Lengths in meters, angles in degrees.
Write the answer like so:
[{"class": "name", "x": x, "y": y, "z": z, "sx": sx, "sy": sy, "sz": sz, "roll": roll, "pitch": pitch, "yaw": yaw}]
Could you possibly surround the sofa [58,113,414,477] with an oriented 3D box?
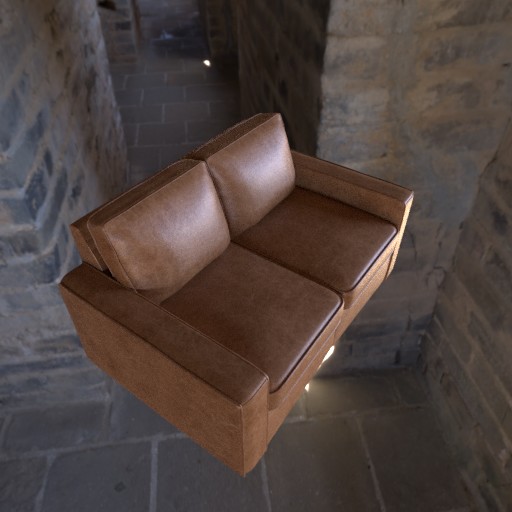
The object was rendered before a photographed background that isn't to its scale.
[{"class": "sofa", "x": 0.000, "y": 0.000, "z": 2.164, "sx": 1.020, "sy": 0.896, "sz": 1.532, "roll": 26, "pitch": 48, "yaw": 26}]
